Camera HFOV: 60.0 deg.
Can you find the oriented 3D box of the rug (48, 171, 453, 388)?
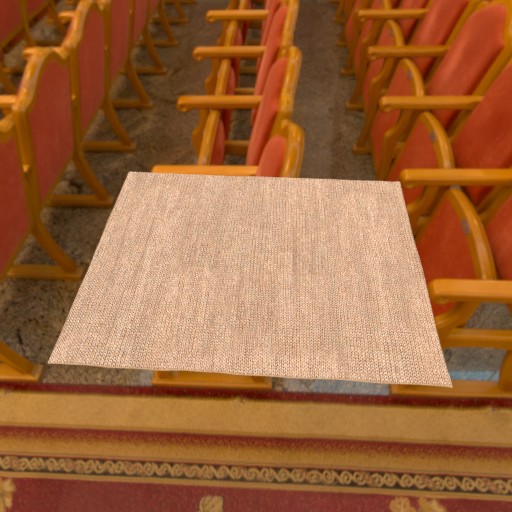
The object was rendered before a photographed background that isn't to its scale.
[{"bbox_3d":[0.000,0.000,4.137,3.052,0.030,2.429,3,47,2],"label":"rug"}]
